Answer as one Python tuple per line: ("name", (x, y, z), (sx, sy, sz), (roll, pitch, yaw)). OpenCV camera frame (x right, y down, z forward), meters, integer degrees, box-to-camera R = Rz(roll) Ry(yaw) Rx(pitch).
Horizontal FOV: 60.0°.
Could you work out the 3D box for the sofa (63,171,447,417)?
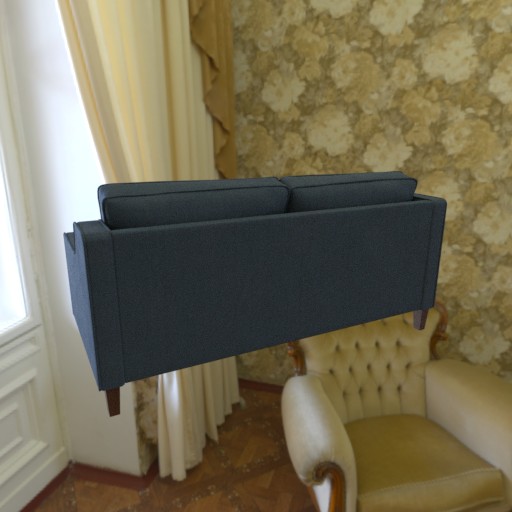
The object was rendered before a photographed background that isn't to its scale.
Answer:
("sofa", (0.000, 0.000, 2.850), (2.178, 1.071, 1.066), (-8, 17, -27))
